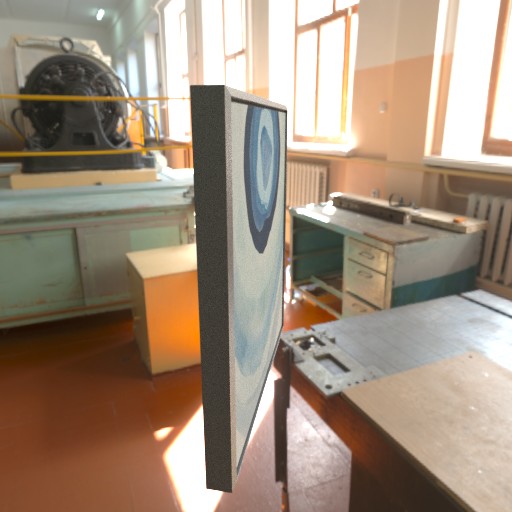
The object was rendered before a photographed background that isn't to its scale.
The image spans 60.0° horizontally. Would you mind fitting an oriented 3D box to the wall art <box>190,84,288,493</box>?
[{"bbox_3d":[0.000,0.000,0.520,0.028,0.349,0.349,3,17,10],"label":"wall art"}]
